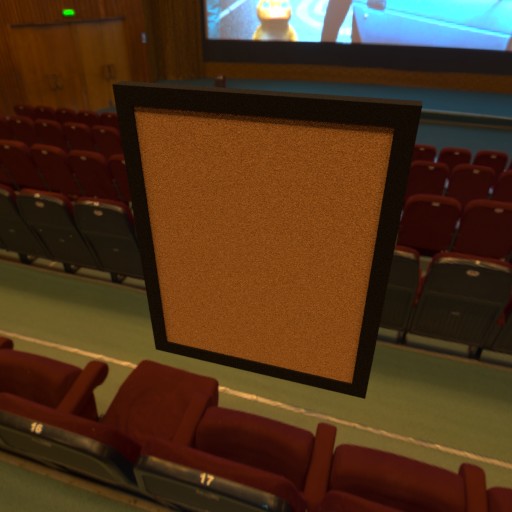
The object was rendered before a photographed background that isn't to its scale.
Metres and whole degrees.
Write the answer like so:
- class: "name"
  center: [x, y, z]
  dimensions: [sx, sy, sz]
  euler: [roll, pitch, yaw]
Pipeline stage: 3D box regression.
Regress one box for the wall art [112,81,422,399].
- class: "wall art"
  center: [0.000, 0.000, 0.788]
  dimensions: [0.457, 0.559, 0.029]
  euler: [9, 33, 15]
